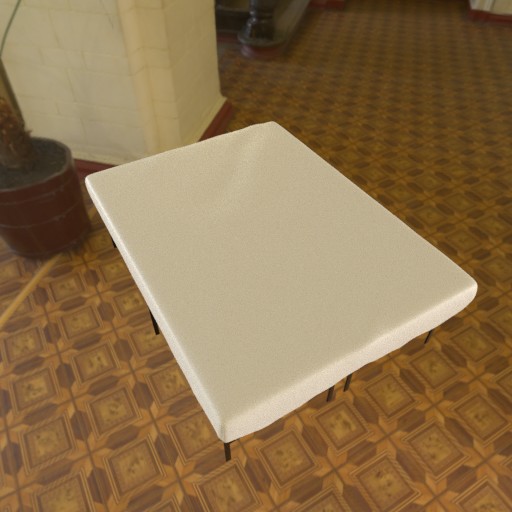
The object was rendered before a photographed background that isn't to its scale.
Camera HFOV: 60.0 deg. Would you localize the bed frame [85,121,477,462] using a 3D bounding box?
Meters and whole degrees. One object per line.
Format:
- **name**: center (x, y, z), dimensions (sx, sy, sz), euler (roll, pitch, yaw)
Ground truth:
- **bed frame**: center (0.000, 0.000, 2.917), dimensions (1.584, 0.667, 2.151), euler (-23, 49, -21)
